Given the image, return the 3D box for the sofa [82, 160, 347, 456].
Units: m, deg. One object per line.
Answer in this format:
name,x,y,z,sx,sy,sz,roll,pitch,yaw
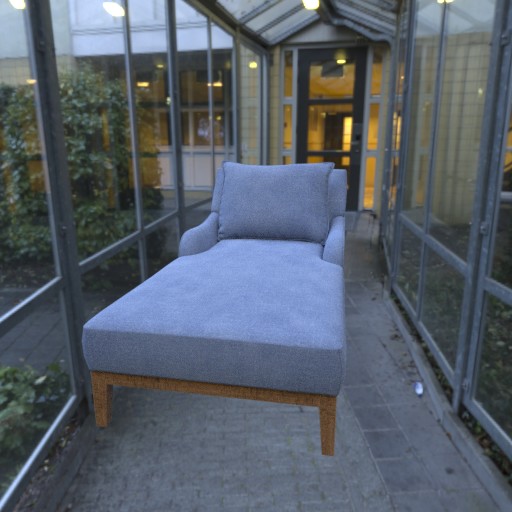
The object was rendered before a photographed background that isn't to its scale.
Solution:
sofa,0.000,0.000,2.246,0.904,0.883,1.779,3,15,11
